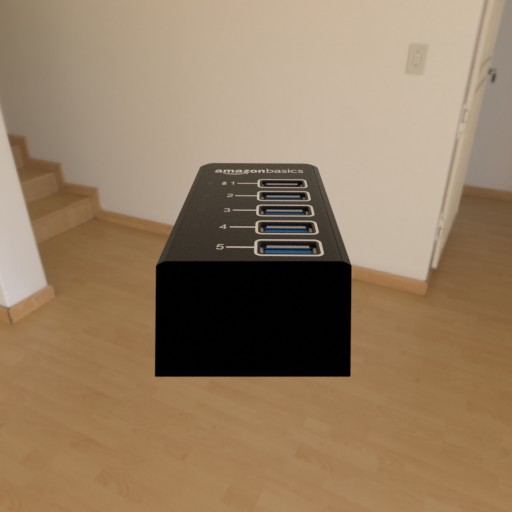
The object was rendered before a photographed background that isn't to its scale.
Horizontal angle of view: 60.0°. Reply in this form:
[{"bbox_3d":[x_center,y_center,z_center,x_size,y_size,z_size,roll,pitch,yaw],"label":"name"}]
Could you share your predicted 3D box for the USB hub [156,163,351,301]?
[{"bbox_3d":[0.000,0.000,0.127,0.044,0.023,0.110,1,28,1],"label":"USB hub"}]
